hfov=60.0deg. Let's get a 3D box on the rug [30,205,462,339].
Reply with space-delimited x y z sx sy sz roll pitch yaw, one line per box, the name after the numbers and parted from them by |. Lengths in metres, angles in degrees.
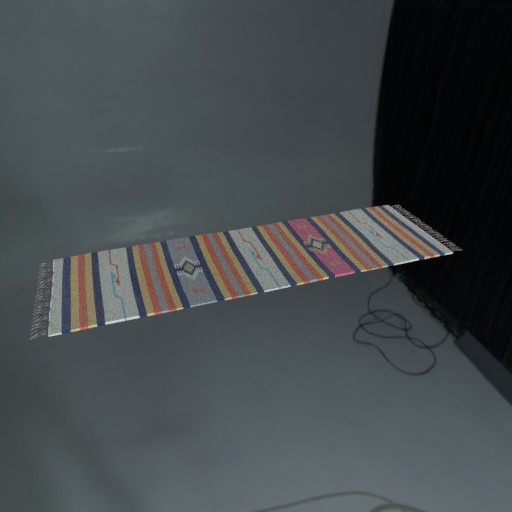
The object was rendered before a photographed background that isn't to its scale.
0.000 0.000 2.660 2.455 0.017 0.695 -10 34 -16 | rug
